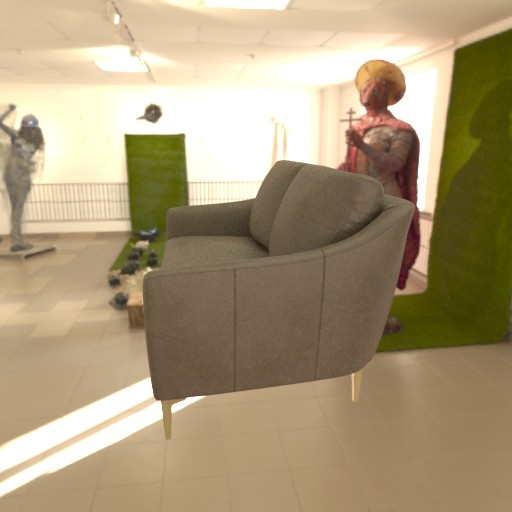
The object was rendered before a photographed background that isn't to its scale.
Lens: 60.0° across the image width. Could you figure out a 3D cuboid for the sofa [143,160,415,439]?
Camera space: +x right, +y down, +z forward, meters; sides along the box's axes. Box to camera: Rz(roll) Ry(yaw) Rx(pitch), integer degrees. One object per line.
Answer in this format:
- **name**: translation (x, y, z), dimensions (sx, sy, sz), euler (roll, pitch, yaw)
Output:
- **sofa**: translation (0.000, 0.000, 2.207), dimensions (0.960, 0.902, 1.619), euler (-2, 14, -8)
